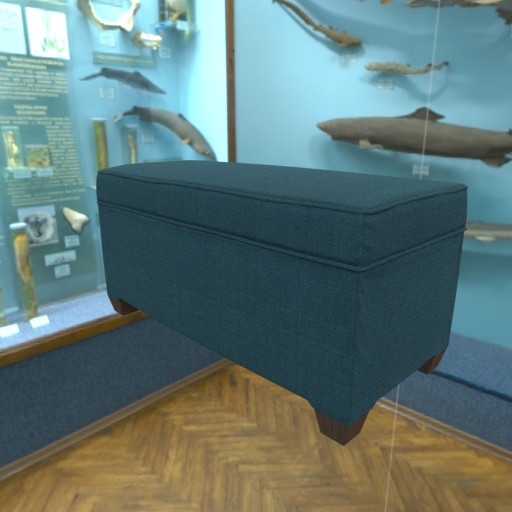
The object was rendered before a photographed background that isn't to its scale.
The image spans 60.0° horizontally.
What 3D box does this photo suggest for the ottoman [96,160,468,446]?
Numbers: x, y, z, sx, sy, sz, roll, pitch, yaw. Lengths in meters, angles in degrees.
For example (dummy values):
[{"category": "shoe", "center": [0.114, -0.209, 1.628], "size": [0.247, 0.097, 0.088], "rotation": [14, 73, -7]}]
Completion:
[{"category": "ottoman", "center": [0.000, 0.000, 1.207], "size": [0.474, 0.474, 0.943], "rotation": [-16, 23, -42]}]
